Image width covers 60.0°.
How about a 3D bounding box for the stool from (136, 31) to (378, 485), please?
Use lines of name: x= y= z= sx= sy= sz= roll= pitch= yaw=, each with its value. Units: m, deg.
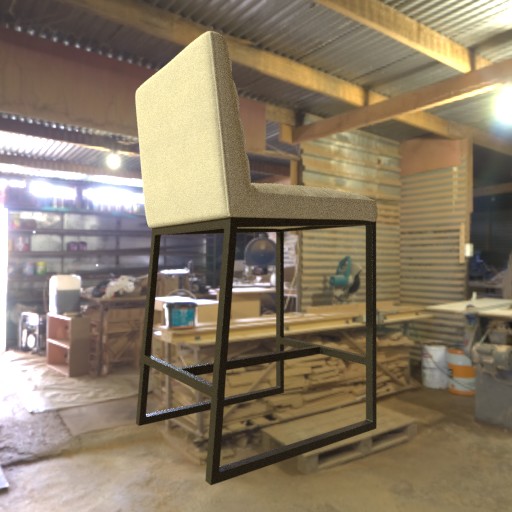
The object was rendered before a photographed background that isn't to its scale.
stool: x=0.000 y=0.000 z=1.271 sx=0.567 sy=0.971 sz=0.459 roll=0 pitch=0 yaw=-36
